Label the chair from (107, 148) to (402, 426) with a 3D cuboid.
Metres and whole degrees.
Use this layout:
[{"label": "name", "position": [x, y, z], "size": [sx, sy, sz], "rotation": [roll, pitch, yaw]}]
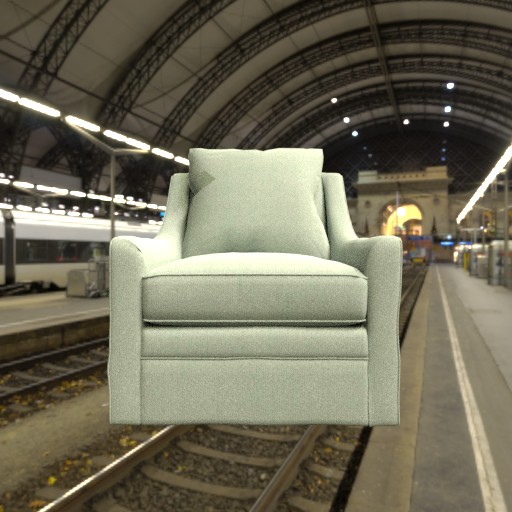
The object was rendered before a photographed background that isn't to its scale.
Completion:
[{"label": "chair", "position": [0.000, 0.000, 1.565], "size": [0.760, 0.926, 0.870], "rotation": [0, 0, 1]}]
